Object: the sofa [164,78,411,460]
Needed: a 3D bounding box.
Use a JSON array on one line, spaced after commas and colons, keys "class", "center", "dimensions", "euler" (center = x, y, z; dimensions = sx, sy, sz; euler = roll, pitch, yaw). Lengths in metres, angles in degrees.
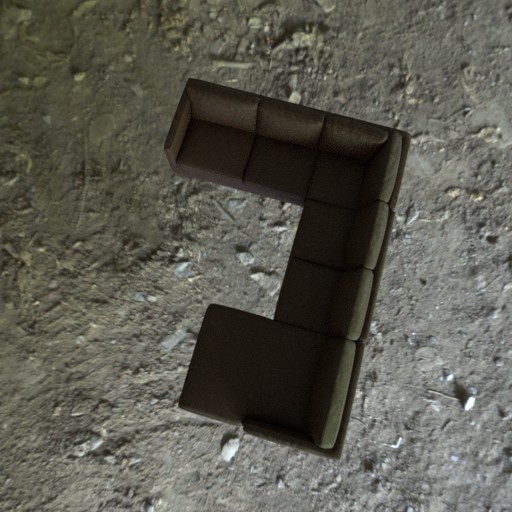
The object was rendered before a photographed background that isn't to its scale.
[{"class": "sofa", "center": [0.000, 0.000, 4.756], "dimensions": [2.593, 0.923, 3.460], "euler": [15, 77, 4]}]
